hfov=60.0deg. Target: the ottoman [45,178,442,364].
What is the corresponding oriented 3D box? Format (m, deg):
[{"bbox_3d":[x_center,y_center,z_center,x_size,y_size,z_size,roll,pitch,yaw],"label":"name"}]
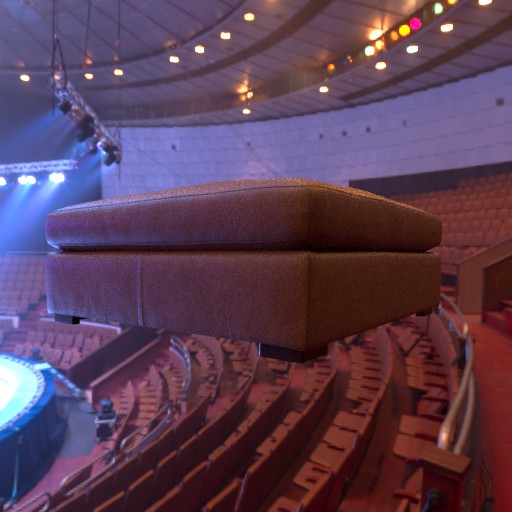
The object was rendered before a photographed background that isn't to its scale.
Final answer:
[{"bbox_3d":[0.000,0.000,1.765,1.168,0.490,1.168,0,0,37],"label":"ottoman"}]
